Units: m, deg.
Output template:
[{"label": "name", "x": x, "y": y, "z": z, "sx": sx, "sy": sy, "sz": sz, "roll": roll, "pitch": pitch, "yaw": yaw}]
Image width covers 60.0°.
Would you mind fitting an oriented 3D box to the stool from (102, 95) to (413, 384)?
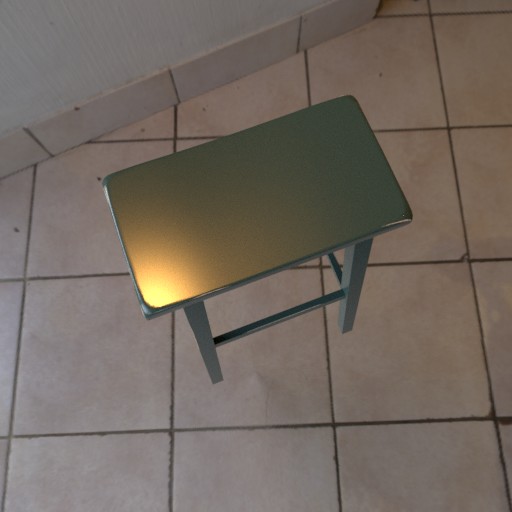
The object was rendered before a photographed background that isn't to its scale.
[{"label": "stool", "x": 0.000, "y": 0.000, "z": 1.054, "sx": 0.457, "sy": 0.737, "sz": 0.476, "roll": -20, "pitch": 76, "yaw": -5}]
